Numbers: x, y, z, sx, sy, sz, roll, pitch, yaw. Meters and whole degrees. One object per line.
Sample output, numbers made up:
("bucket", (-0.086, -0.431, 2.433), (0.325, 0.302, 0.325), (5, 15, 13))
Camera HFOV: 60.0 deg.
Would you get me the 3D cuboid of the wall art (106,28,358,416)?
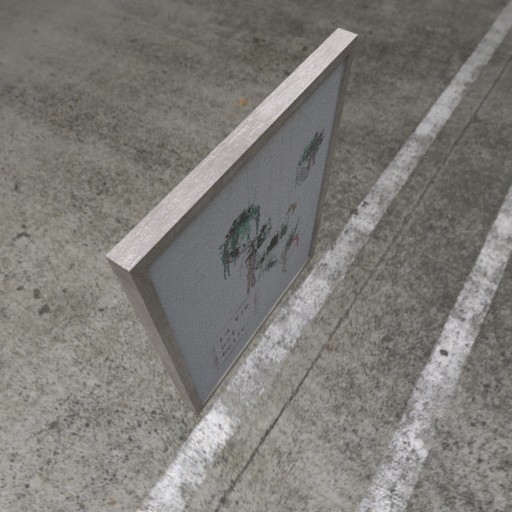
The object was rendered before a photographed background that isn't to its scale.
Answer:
("wall art", (0.000, 0.000, 0.692), (0.032, 0.521, 0.421), (29, 62, 17))
